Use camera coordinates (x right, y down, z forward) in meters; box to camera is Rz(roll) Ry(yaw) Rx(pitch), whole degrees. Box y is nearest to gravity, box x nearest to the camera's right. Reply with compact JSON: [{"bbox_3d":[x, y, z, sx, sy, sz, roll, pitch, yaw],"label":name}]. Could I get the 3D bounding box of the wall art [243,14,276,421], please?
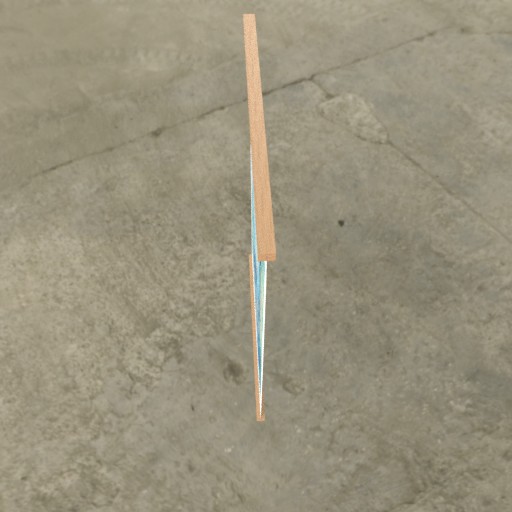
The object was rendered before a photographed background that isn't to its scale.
[{"bbox_3d":[0.000,0.000,0.759,0.016,0.611,0.401,-2,56,-2],"label":"wall art"}]
